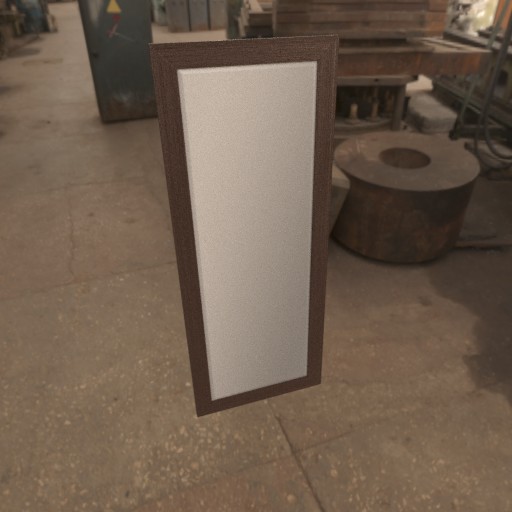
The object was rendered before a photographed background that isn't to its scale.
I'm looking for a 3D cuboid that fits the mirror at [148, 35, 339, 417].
[{"bbox_3d":[0.000,0.000,2.302,0.812,2.020,0.221,-10,35,-15],"label":"mirror"}]
